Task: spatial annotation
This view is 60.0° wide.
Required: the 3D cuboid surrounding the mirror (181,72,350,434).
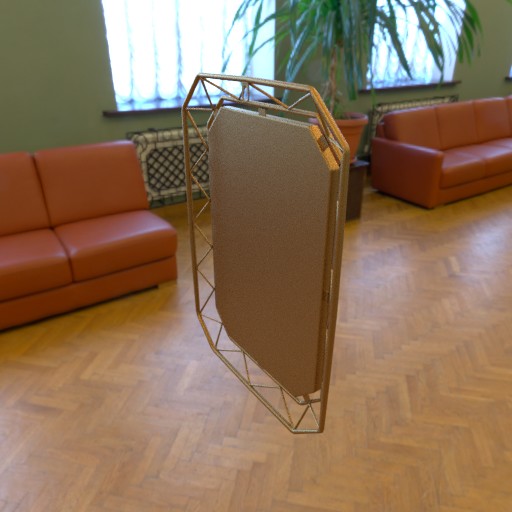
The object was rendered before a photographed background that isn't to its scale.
[{"bbox_3d":[0.000,0.000,0.747,0.042,0.566,0.417,-17,31,-31],"label":"mirror"}]
